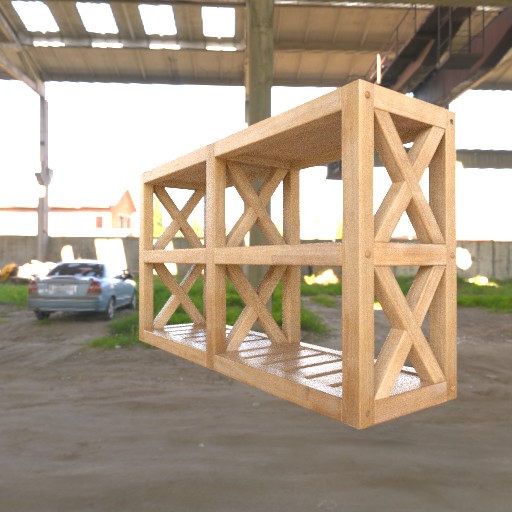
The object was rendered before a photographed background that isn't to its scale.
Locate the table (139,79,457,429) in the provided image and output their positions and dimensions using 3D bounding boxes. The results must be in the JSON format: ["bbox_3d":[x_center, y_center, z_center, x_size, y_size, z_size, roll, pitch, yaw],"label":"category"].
[{"bbox_3d":[0.000,0.000,1.601,0.381,0.762,1.320,0,-1,-35],"label":"table"}]
